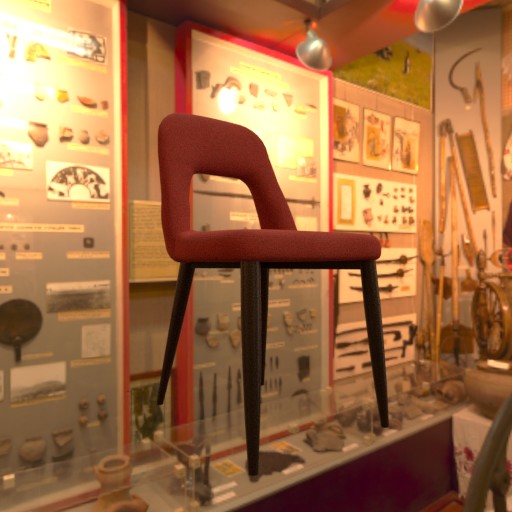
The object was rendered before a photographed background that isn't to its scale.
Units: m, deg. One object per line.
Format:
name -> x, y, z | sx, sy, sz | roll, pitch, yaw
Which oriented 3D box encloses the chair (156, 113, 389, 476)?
chair -> 0.000, 0.000, 1.232 | 0.483, 0.892, 0.569 | 0, 0, -36
